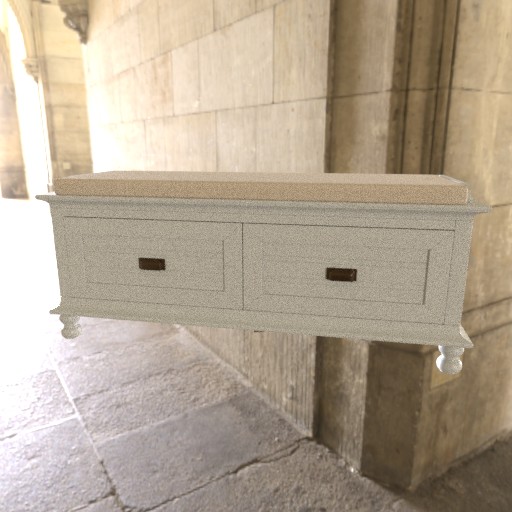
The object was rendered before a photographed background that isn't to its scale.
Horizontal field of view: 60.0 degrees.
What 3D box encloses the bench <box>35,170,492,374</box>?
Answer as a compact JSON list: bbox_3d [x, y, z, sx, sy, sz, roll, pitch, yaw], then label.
[{"bbox_3d":[0.000,0.000,1.369,1.185,0.486,0.402,3,15,11],"label":"bench"}]
